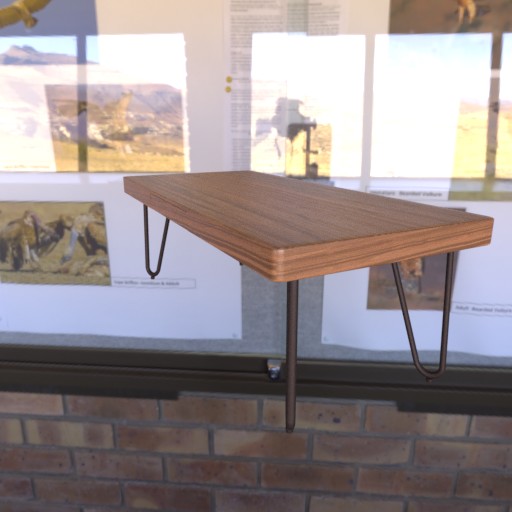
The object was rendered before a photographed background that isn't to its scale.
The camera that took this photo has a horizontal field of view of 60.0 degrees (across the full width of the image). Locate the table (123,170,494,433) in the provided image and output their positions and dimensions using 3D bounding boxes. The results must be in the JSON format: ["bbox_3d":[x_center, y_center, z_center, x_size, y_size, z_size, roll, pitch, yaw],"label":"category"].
[{"bbox_3d":[0.000,0.000,1.602,0.637,0.468,1.375,-8,18,-26],"label":"table"}]
